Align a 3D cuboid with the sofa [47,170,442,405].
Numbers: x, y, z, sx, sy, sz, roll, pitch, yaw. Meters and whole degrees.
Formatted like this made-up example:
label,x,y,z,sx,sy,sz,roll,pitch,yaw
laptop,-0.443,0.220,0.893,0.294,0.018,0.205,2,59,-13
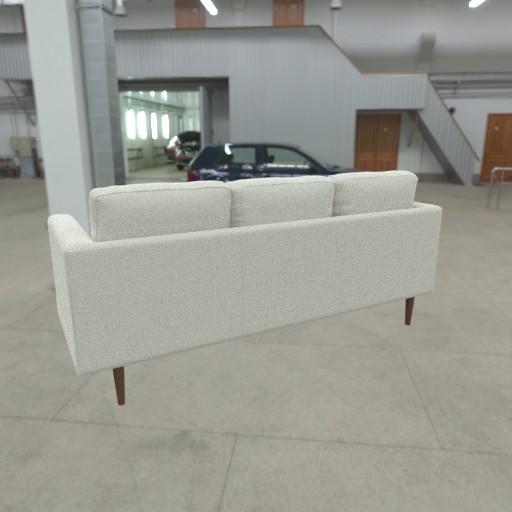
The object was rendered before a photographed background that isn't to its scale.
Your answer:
label,x,y,z,sx,sy,sz,roll,pitch,yaw
sofa,0.000,0.000,2.470,2.029,0.912,0.802,-8,17,-28
